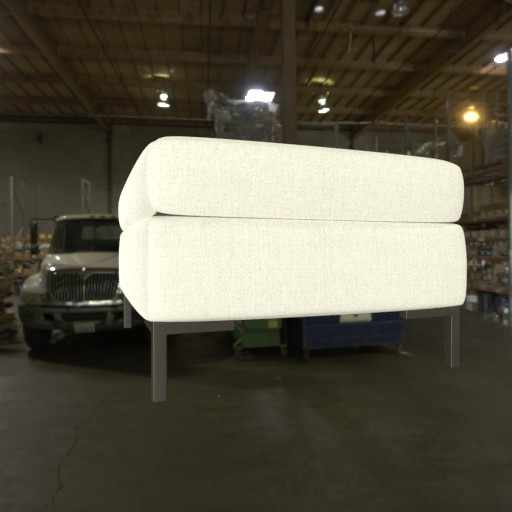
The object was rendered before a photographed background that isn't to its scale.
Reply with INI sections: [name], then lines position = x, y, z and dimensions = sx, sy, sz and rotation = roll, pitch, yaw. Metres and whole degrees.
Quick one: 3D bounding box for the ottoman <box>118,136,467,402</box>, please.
[ottoman]
position = 0.000, 0.000, 1.150
dimensions = 0.657, 0.453, 0.794
rotation = 0, 1, -20
